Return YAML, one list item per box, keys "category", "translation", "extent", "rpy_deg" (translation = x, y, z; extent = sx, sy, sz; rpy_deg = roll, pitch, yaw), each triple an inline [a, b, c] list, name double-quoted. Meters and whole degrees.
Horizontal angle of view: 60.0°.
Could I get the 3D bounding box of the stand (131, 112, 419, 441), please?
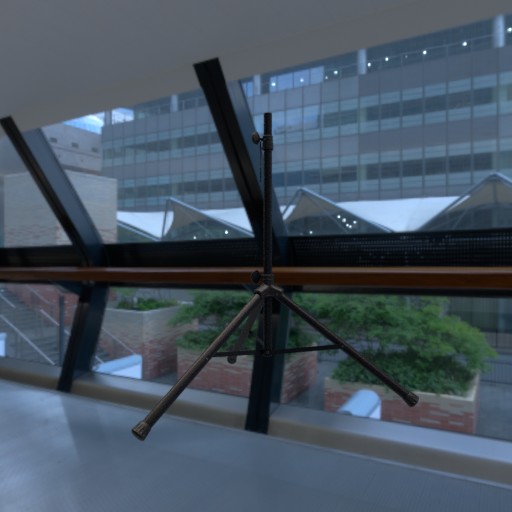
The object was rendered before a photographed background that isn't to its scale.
- category: "stand"
  translation: [0.000, 0.000, 1.913]
  extent: [1.045, 1.136, 0.907]
  rpy_deg: [0, 0, -16]
